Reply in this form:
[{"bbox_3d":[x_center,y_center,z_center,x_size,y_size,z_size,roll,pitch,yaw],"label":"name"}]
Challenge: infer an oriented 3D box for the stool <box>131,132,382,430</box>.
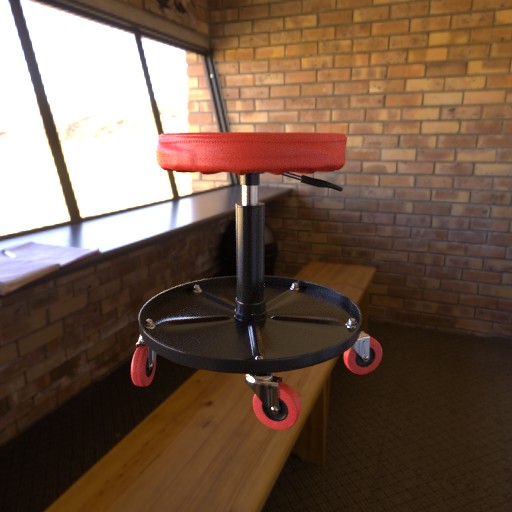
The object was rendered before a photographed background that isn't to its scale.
[{"bbox_3d":[0.000,0.000,0.684,0.382,0.365,0.381,-2,15,-9],"label":"stool"}]
